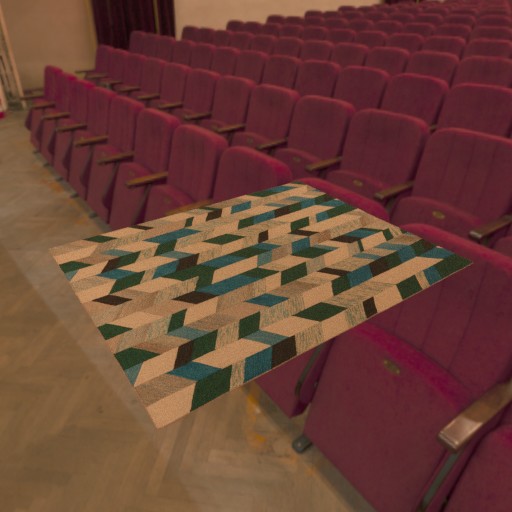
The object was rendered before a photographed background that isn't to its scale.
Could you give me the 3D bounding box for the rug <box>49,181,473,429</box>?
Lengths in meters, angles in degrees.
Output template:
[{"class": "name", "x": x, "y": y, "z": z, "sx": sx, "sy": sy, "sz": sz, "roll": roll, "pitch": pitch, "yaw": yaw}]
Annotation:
[{"class": "rug", "x": 0.000, "y": 0.000, "z": 4.039, "sx": 3.036, "sy": 0.008, "sz": 2.440, "roll": -20, "pitch": 36, "yaw": -30}]
